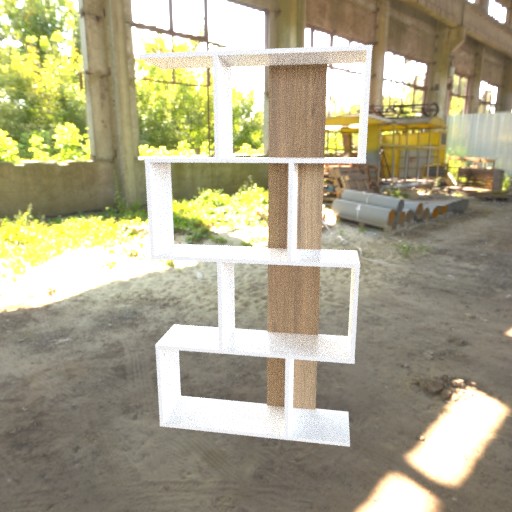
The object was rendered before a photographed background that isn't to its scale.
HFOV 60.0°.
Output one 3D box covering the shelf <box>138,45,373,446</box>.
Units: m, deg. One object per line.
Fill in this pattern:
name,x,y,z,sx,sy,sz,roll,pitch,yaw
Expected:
shelf,0.000,0.000,1.972,0.890,1.650,0.250,2,14,9
